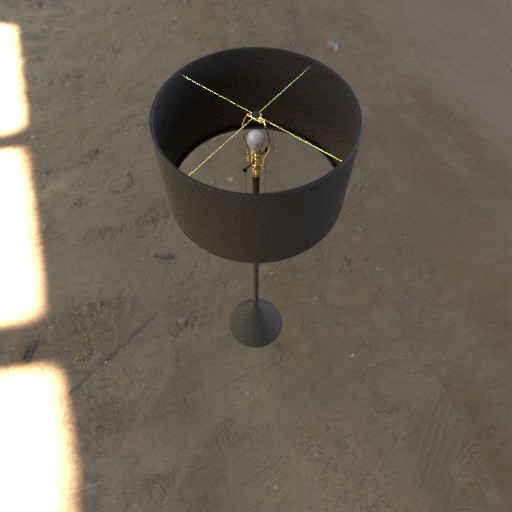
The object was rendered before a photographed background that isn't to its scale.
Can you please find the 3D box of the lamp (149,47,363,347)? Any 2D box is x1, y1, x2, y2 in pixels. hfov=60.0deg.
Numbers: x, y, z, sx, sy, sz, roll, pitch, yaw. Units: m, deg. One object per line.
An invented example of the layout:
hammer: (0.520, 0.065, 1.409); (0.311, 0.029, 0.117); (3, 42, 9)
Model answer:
lamp: (0.000, 0.000, 1.858); (0.580, 1.526, 0.580); (34, 65, 18)
